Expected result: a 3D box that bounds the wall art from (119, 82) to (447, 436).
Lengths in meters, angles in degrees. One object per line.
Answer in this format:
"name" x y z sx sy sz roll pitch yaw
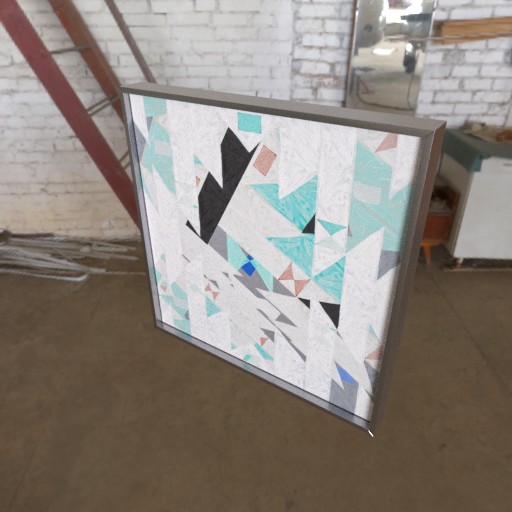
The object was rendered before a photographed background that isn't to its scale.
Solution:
"wall art" 0.000 0.000 0.519 0.350 0.350 0.038 19 35 29
